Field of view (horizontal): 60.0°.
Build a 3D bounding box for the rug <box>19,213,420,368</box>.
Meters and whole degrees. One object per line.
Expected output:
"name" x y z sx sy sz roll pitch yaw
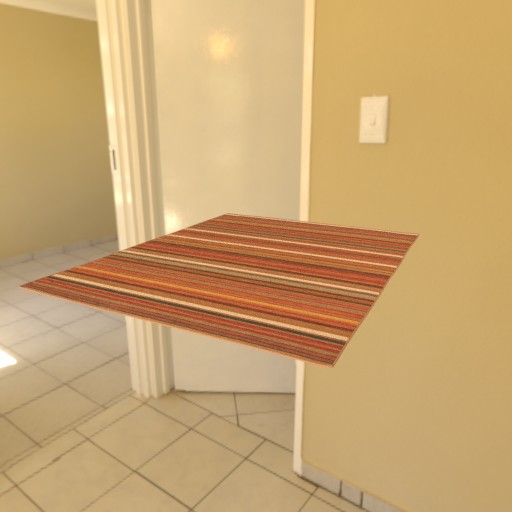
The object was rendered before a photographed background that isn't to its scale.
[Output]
"rug" 0.000 0.000 4.107 2.479 0.023 3.092 9 19 26
